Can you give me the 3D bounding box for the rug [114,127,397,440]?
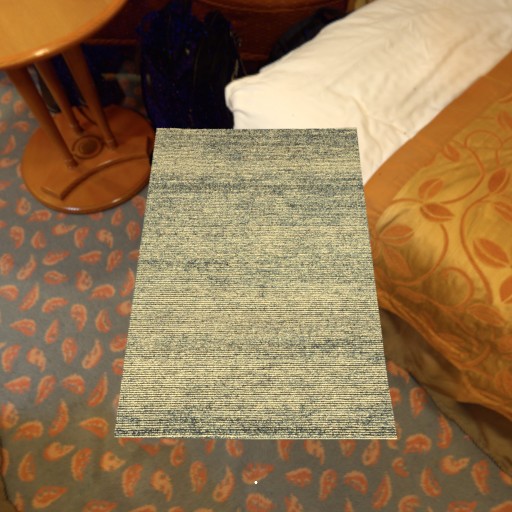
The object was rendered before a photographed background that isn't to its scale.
[{"bbox_3d":[0.000,0.000,3.060,1.624,0.030,2.349,0,63,0],"label":"rug"}]
